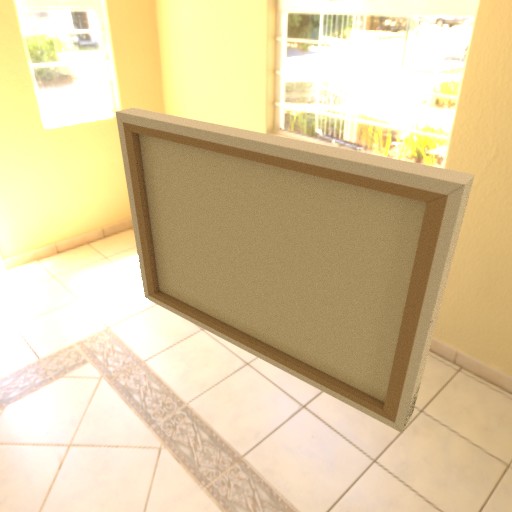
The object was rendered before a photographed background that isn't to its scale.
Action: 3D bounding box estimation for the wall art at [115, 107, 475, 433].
[{"bbox_3d":[0.000,0.000,0.765,0.608,0.414,0.042,21,36,31],"label":"wall art"}]
